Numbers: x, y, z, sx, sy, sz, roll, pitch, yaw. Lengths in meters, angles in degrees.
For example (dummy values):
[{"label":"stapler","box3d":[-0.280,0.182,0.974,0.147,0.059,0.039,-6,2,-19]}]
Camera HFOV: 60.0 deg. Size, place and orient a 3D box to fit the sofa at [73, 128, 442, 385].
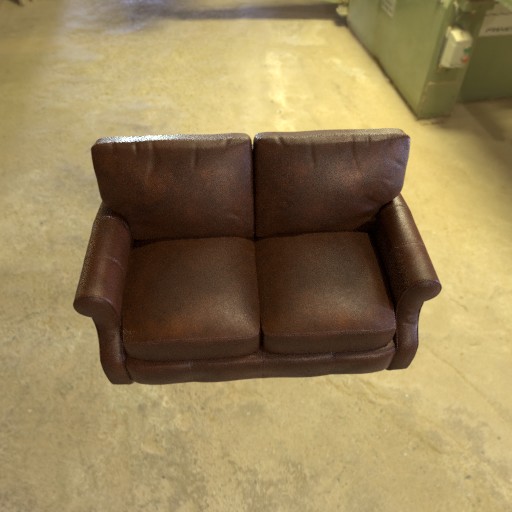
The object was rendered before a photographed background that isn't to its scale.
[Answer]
[{"label":"sofa","box3d":[0.000,0.000,2.207,1.616,0.976,0.990,-2,47,-2]}]
